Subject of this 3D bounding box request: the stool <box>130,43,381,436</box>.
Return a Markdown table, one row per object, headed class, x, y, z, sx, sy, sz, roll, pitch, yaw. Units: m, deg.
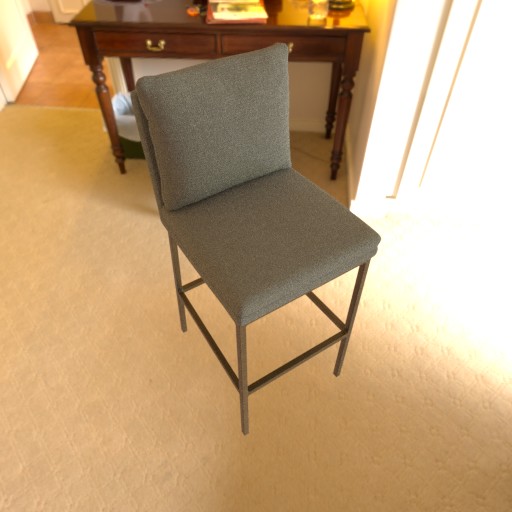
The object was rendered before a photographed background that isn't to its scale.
| class | x | y | z | sx | sy | sz | roll | pitch | yaw |
| --- | --- | --- | --- | --- | --- | --- | --- | --- | --- |
| stool | 0.000 | 0.000 | 1.418 | 0.463 | 1.132 | 0.569 | -25 | 51 | -22 |
